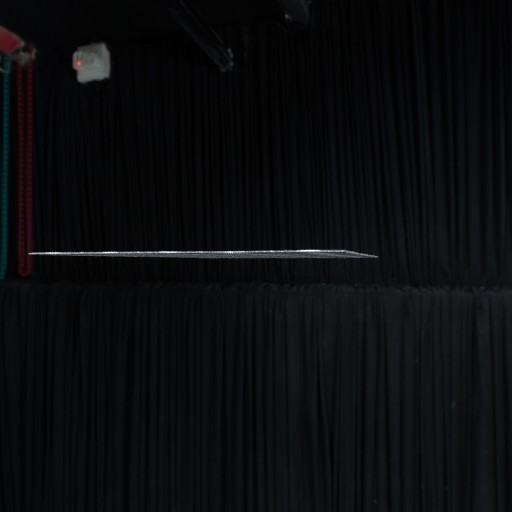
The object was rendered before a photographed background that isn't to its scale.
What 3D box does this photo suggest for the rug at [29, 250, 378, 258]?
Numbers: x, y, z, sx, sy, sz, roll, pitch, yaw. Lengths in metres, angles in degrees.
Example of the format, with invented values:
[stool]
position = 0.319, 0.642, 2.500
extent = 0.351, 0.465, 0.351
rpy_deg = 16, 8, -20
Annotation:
[rug]
position = 0.000, 0.000, 3.053
extent = 1.520, 0.015, 2.434
rpy_deg = 0, -1, 18
